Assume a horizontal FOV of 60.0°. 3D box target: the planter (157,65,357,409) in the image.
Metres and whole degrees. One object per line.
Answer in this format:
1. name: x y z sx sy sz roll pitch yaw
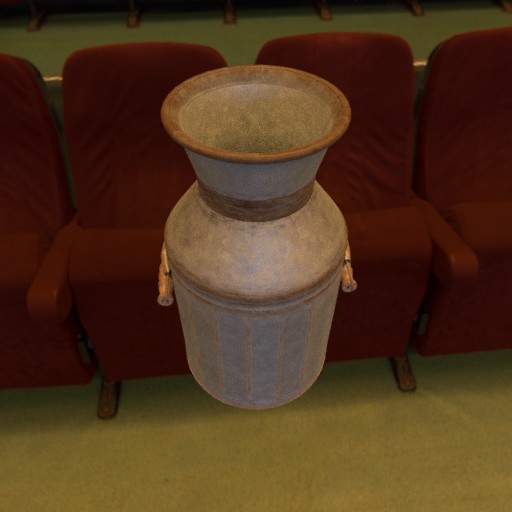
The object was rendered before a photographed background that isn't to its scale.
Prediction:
1. planter: 0.000 0.000 0.541 0.245 0.396 0.214 -4 47 -4
